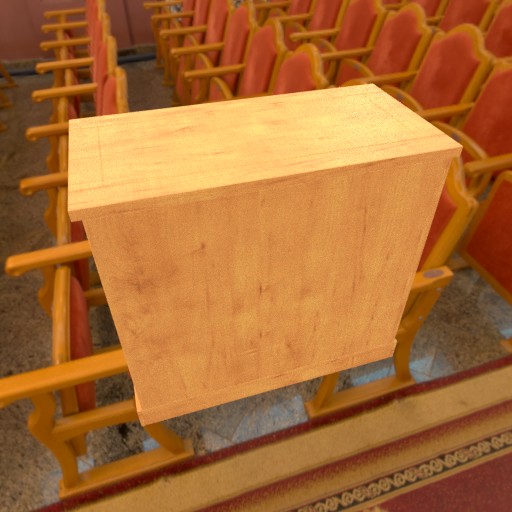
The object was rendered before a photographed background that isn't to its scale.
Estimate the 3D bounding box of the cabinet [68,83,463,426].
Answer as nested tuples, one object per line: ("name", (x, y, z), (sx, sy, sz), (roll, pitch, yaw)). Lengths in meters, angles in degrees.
("cabinet", (0.000, 0.000, 1.415), (0.920, 0.840, 0.450), (-12, 42, -13))
